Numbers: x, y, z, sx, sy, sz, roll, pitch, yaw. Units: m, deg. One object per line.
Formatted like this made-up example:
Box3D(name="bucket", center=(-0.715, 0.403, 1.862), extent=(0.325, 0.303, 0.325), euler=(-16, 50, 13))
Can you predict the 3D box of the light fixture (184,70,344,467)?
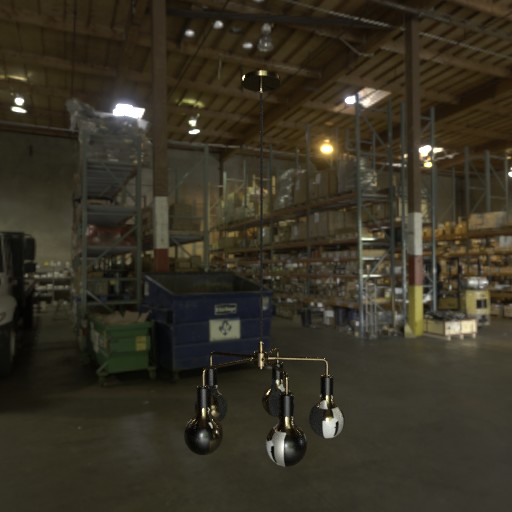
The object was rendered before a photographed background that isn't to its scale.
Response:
Box3D(name="light fixture", center=(0.000, 0.000, 1.213), extent=(0.421, 0.988, 0.438), euler=(1, -2, -37))
